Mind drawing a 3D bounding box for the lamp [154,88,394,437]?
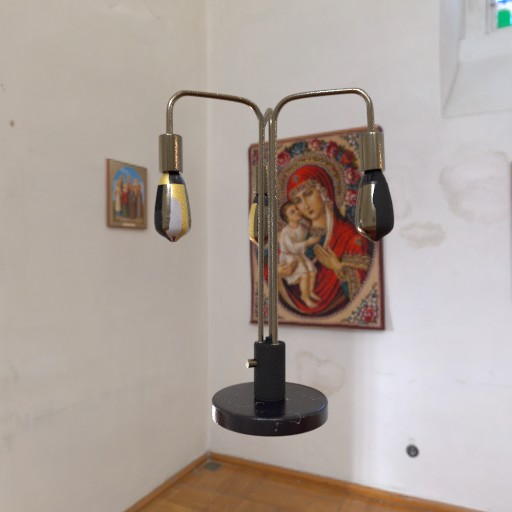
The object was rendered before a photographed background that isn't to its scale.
[{"bbox_3d":[0.000,0.000,0.810,0.368,0.560,0.355,0,0,-19],"label":"lamp"}]
